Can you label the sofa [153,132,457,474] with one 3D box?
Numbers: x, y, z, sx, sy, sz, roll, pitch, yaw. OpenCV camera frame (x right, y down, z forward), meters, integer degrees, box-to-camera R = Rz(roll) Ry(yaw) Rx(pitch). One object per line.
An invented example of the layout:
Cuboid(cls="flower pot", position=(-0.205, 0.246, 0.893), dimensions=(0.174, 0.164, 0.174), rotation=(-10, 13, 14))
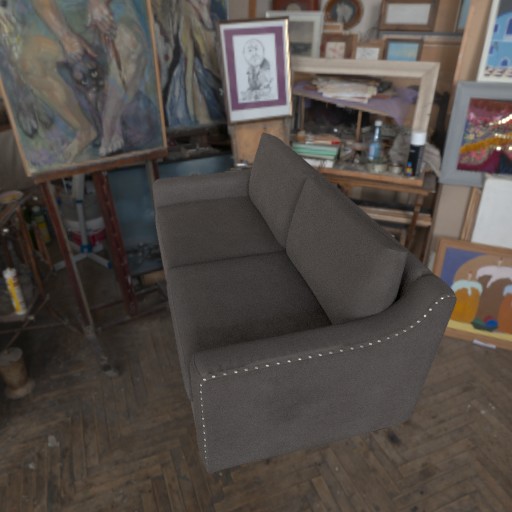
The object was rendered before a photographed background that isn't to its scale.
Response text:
Cuboid(cls="sofa", position=(0.000, 0.000, 3.246), dimensions=(1.336, 1.196, 2.550), rotation=(-8, 32, -13))
